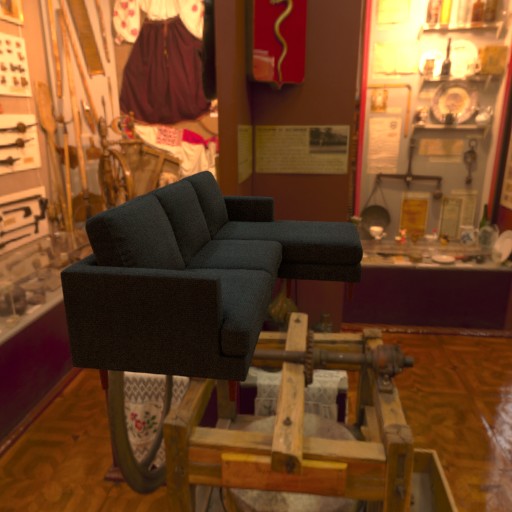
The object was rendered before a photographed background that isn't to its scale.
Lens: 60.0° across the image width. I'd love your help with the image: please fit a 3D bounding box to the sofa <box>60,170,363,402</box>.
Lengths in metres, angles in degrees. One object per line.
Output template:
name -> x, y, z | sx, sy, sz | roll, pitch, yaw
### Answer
sofa -> 0.000, 0.000, 3.039 | 1.504, 0.956, 2.233 | 3, 17, 8
